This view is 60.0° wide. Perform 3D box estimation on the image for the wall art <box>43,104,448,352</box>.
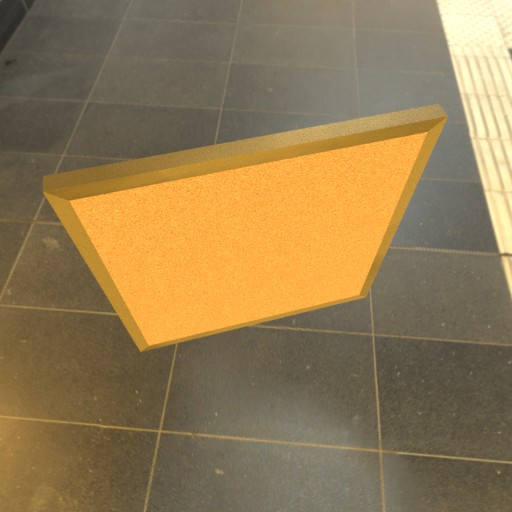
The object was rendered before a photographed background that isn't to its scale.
[{"bbox_3d":[0.000,0.000,1.140,0.762,0.762,0.038,-12,58,-8],"label":"wall art"}]
